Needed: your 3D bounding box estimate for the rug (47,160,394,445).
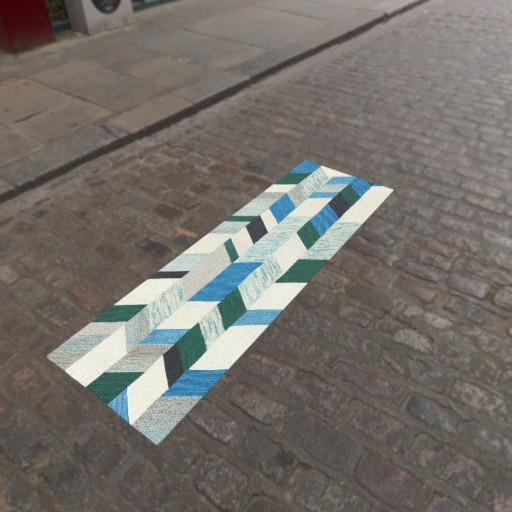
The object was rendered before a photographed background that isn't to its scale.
[{"bbox_3d":[0.000,0.000,2.743,0.774,0.008,2.437,26,47,27],"label":"rug"}]
